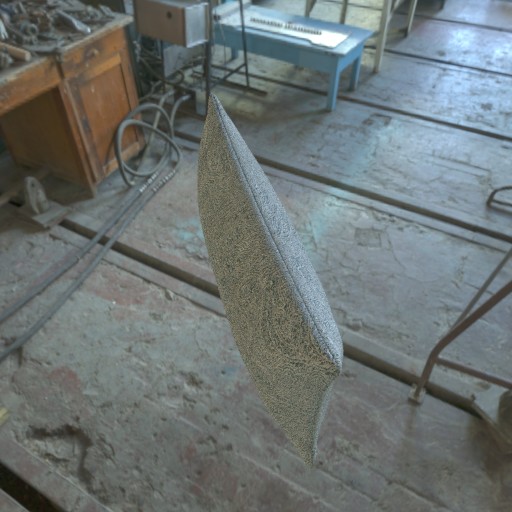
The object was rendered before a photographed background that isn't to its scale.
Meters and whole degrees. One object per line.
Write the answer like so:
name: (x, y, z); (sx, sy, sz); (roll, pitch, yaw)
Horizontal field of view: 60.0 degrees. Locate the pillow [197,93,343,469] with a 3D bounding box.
pillow: (0.000, 0.000, 0.754); (0.151, 0.295, 0.615); (-12, 47, -11)
